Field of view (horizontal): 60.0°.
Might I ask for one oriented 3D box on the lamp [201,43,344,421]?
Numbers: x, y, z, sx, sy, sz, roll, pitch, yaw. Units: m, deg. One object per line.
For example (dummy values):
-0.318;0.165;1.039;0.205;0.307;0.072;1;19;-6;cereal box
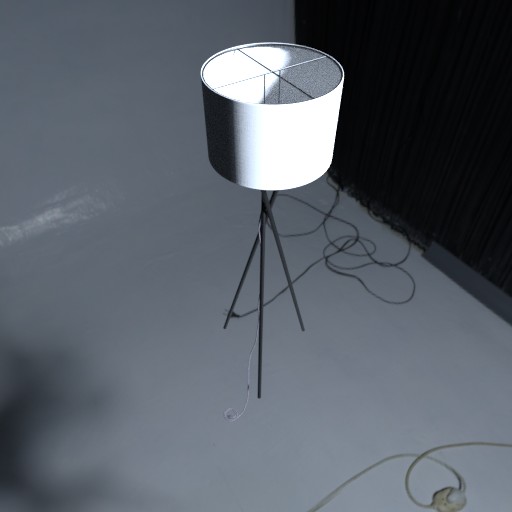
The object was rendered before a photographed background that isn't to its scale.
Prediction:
0.000;0.000;1.927;0.667;1.624;0.522;-25;51;-22;lamp
